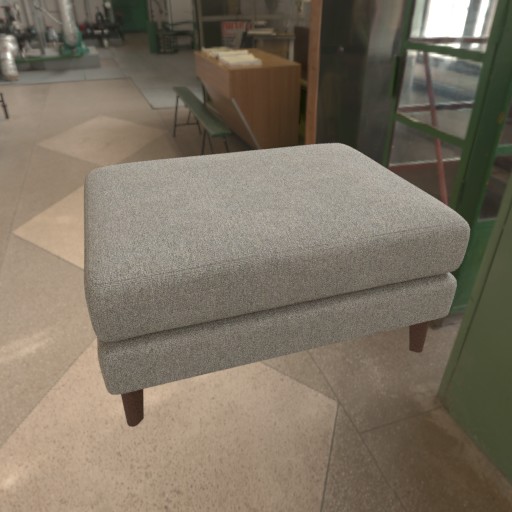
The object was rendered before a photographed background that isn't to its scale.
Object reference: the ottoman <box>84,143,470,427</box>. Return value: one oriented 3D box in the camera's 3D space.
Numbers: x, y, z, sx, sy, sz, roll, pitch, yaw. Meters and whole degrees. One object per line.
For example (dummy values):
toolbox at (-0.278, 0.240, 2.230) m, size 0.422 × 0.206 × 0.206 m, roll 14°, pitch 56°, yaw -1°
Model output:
ottoman at (0.000, 0.000, 1.189) m, size 0.821 × 0.441 × 0.611 m, roll -10°, pitch 33°, yaw -15°
